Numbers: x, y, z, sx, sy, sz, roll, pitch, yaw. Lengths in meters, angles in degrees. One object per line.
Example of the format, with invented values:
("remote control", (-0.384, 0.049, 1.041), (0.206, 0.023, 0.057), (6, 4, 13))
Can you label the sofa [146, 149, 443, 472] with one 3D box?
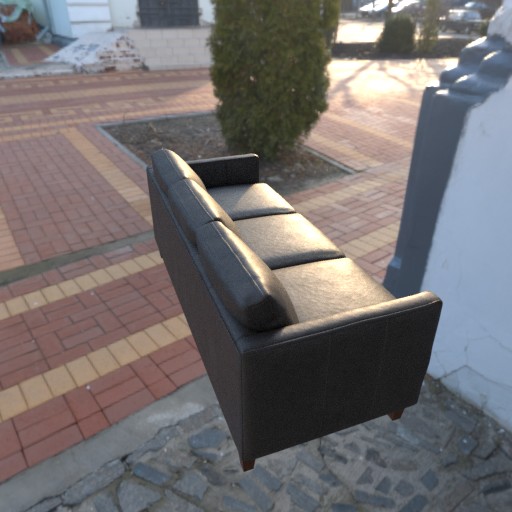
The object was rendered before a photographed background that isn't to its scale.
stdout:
("sofa", (0.000, 0.000, 2.999), (1.045, 1.006, 2.464), (-11, 31, -18))
